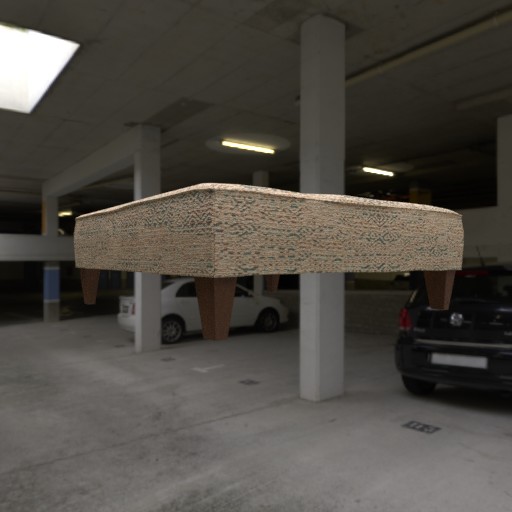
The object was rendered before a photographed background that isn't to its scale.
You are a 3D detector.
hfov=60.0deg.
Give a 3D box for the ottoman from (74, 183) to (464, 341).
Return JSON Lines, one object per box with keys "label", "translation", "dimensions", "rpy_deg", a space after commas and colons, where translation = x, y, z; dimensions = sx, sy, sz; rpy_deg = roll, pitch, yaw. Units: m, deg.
{"label": "ottoman", "translation": [0.000, 0.000, 1.560], "dimensions": [0.968, 0.356, 1.004], "rpy_deg": [0, 0, -37]}
